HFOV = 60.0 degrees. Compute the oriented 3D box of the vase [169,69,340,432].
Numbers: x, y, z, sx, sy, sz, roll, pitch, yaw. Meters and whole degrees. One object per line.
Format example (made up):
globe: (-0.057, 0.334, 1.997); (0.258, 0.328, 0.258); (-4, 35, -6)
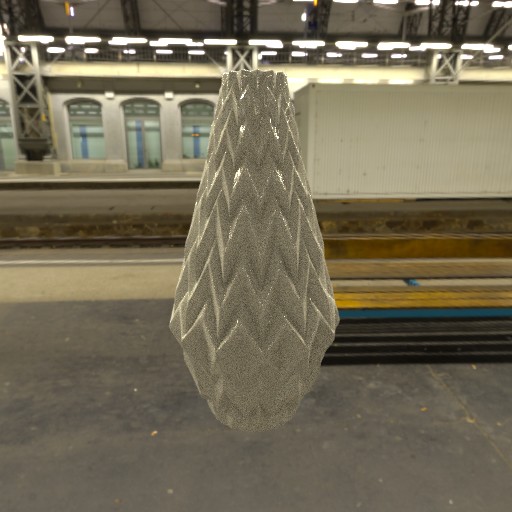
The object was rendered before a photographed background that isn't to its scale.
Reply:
vase: (0.000, 0.000, 0.427); (0.167, 0.328, 0.167); (0, 15, 0)
